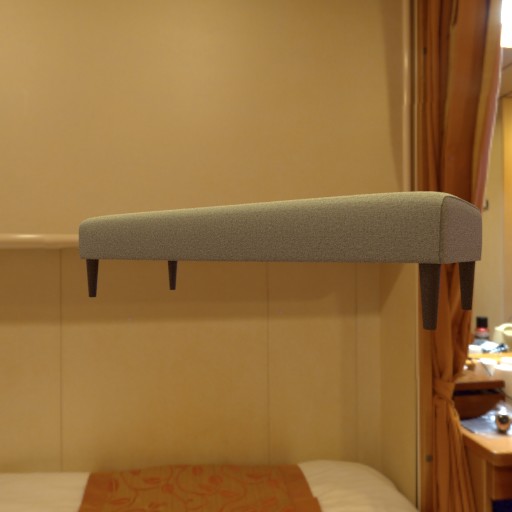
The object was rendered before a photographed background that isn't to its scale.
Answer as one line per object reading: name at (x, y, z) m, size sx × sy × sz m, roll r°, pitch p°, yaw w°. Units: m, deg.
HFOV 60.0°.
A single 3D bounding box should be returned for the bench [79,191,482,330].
bench at (0.000, 0.000, 1.823) m, size 1.598 × 0.383 × 0.631 m, roll 0°, pitch 0°, yaw 36°
